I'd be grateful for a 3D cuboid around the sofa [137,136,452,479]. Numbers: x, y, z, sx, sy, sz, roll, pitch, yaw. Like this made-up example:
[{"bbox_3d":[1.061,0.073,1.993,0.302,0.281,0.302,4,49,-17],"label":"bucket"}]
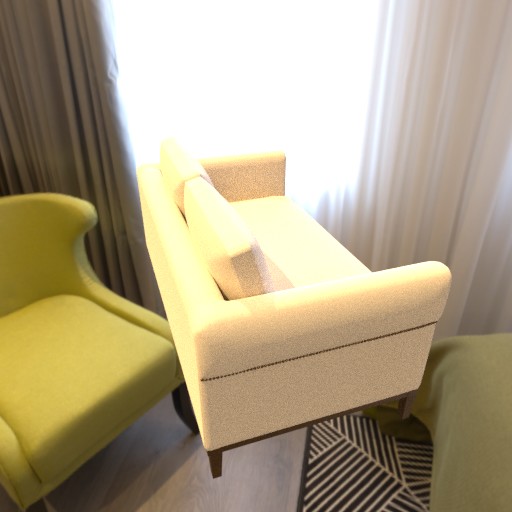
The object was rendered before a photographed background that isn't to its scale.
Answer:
[{"bbox_3d":[0.000,0.000,2.126,0.905,0.873,1.598,-10,31,-17],"label":"sofa"}]
